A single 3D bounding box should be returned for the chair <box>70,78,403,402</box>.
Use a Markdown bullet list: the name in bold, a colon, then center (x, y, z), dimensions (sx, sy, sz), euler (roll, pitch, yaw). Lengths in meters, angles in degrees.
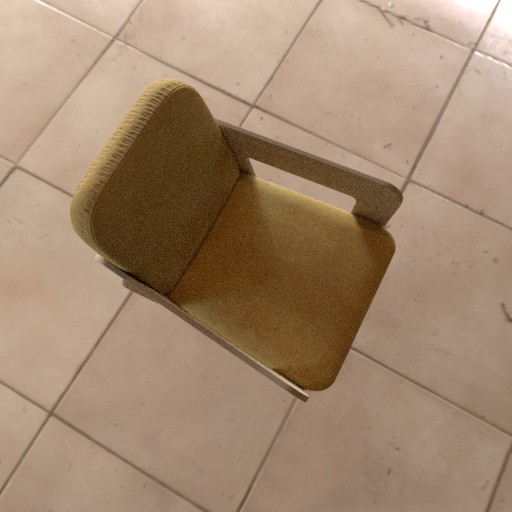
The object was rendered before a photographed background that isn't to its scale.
- **chair**: center (0.000, 0.000, 1.283), dimensions (0.710, 0.800, 0.590), euler (27, 76, 7)
